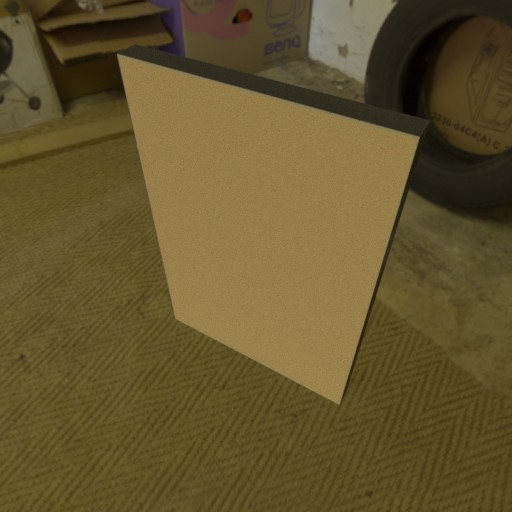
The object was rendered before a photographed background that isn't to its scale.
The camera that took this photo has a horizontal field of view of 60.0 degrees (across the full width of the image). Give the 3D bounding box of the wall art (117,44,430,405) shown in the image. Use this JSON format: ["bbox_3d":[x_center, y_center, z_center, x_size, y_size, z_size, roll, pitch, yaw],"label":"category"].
[{"bbox_3d":[0.000,0.000,0.571,0.313,0.457,0.031,23,50,21],"label":"wall art"}]
